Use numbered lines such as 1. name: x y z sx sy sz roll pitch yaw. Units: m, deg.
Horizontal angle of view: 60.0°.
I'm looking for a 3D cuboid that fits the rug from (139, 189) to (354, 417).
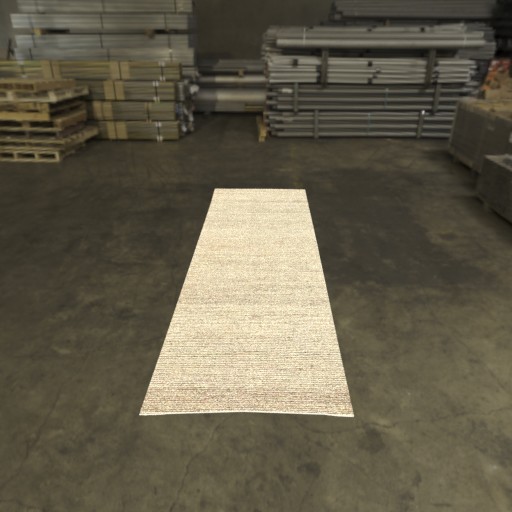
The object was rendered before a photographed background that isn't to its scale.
1. rug: 0.000 0.000 2.577 0.741 0.014 2.390 1 27 1
